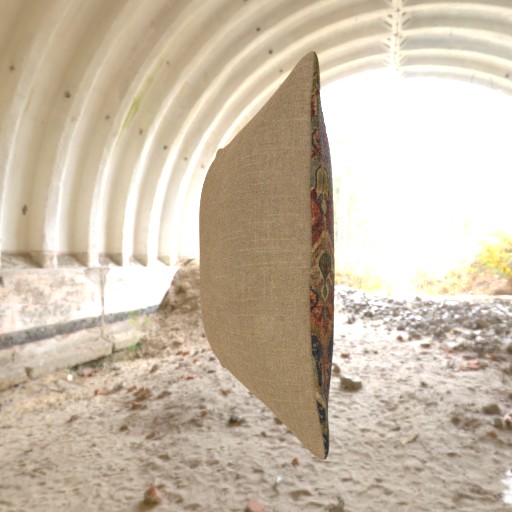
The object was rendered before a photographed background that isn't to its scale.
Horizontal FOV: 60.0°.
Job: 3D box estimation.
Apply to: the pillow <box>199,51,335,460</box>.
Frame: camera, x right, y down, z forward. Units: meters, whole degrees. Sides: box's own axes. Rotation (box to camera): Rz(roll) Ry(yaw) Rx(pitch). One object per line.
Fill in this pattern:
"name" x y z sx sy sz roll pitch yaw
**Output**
"pillow" 0.000 0.000 0.787 0.166 0.506 0.523 0 -1 -18
